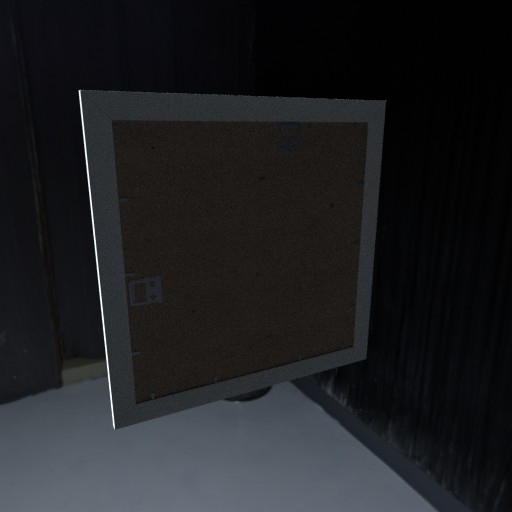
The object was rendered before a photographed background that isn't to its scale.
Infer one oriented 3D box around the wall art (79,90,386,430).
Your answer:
[{"bbox_3d":[0.000,0.000,0.865,0.584,0.584,0.013,-8,18,-25],"label":"wall art"}]
